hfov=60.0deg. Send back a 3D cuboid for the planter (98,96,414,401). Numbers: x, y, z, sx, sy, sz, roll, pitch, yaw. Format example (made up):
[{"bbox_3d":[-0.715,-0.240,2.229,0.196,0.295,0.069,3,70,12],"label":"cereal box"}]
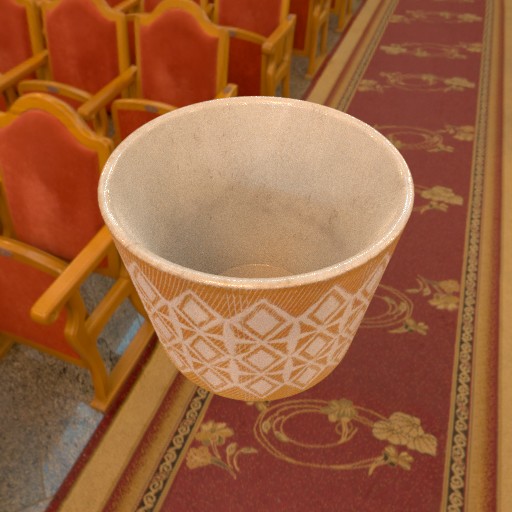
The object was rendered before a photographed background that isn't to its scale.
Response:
[{"bbox_3d":[0.000,0.000,0.219,0.126,0.104,0.126,0,46,0],"label":"planter"}]
